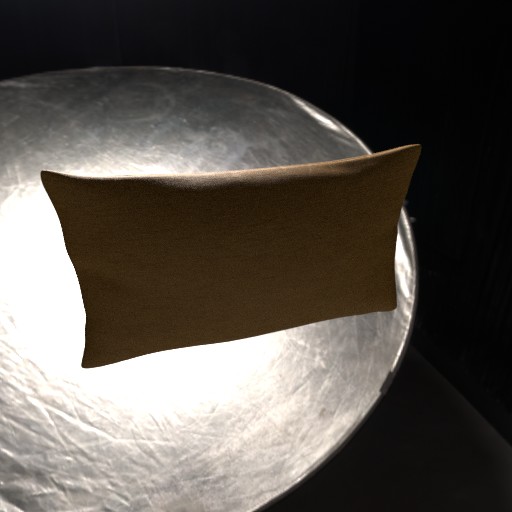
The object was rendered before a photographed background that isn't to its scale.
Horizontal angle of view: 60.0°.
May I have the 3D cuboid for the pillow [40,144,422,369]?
[{"bbox_3d":[0.000,0.000,0.775,0.634,0.354,0.210,-8,27,-16],"label":"pillow"}]
